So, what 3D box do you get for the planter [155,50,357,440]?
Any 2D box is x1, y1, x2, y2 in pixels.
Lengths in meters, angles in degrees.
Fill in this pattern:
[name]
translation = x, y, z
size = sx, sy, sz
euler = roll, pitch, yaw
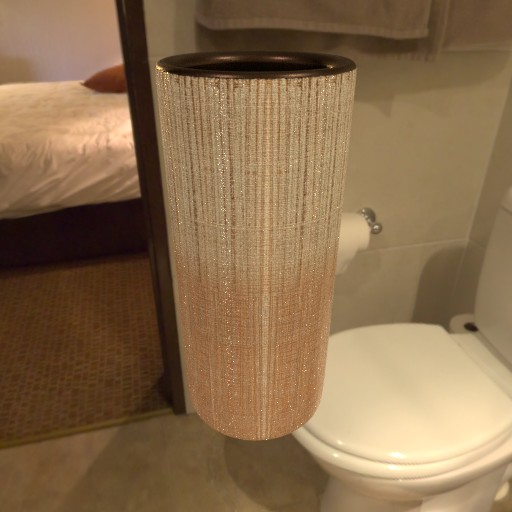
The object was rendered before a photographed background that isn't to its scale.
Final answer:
[planter]
translation = 0.000, 0.000, 0.279
size = 0.100, 0.227, 0.100
euler = 21, 36, 32
